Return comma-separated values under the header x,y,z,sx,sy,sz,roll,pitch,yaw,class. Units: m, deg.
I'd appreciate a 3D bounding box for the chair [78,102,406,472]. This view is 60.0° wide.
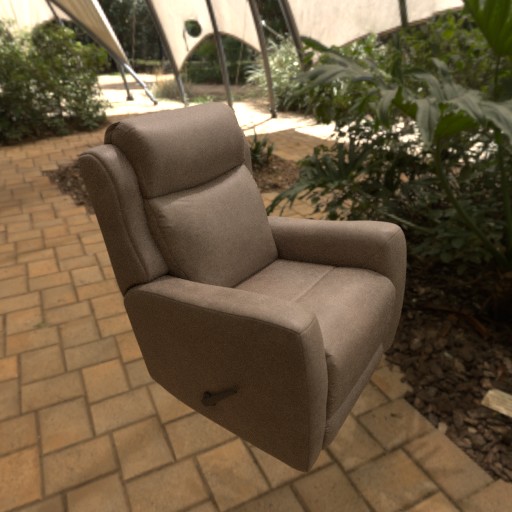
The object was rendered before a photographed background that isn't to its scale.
x,y,z,sx,sy,sz,roll,pitch,yaw,class
0.000,0.000,1.874,1.068,1.116,0.967,17,32,30,chair
